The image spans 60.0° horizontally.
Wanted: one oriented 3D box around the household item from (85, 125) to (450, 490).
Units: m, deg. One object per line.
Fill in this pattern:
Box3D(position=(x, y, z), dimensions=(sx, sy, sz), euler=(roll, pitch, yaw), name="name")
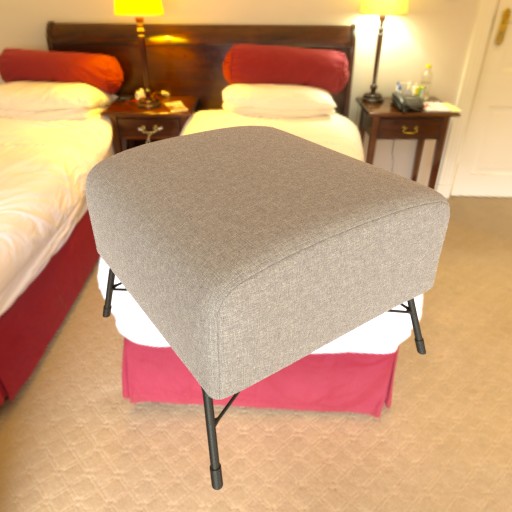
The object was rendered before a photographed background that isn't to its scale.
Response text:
Box3D(position=(0.000, 0.000, 0.897), dimensions=(0.530, 0.410, 0.530), euler=(-21, 38, -29), name="household item")
